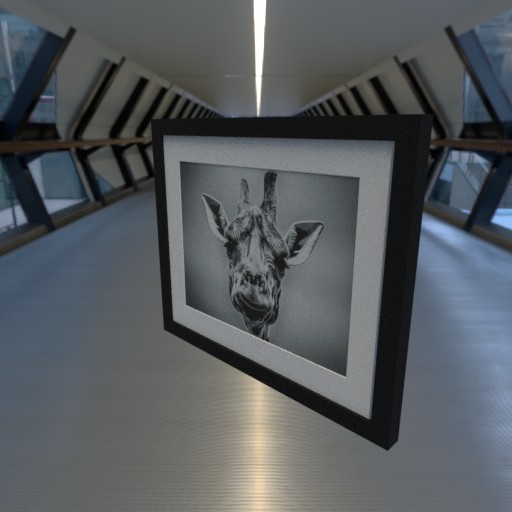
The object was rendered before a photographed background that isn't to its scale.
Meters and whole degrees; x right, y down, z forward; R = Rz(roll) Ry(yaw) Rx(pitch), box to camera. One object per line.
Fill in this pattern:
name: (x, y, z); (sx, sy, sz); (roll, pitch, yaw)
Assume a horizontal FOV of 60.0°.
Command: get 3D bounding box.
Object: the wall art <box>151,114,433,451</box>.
wall art: (0.000, 0.000, 0.765); (0.558, 0.457, 0.031); (16, 22, 42)
